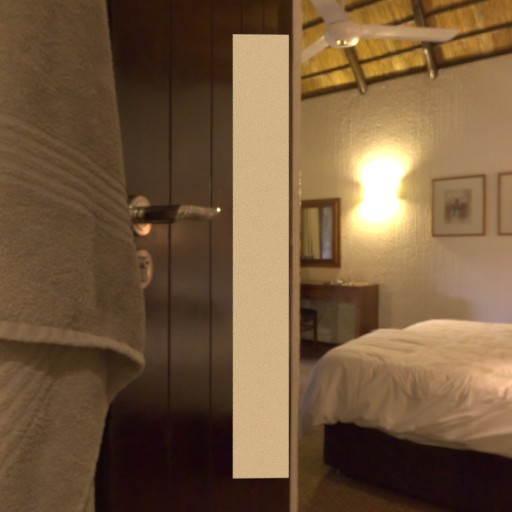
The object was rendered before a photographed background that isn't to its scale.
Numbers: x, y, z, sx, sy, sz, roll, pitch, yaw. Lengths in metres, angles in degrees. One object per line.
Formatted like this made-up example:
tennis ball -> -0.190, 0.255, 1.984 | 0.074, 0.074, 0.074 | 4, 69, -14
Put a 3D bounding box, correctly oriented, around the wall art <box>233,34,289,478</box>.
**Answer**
wall art -> 0.000, 0.000, 0.457 | 0.038, 0.304, 0.305 | 0, 0, -1
